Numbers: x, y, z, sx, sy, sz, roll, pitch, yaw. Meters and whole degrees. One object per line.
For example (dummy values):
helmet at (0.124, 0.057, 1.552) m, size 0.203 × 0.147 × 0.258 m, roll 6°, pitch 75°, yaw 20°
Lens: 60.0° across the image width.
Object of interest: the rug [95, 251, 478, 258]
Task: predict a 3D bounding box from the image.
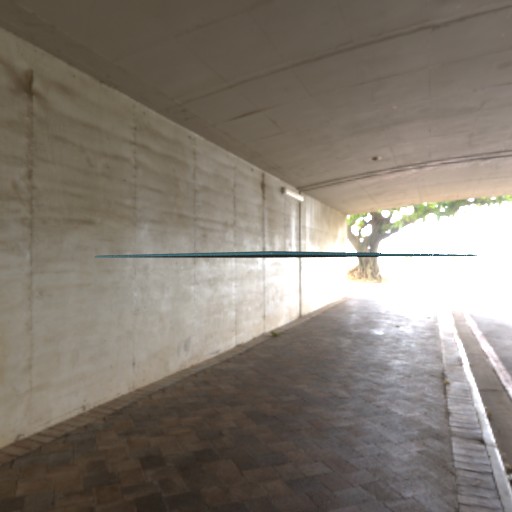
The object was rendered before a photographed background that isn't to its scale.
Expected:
rug at (0.000, 0.000, 2.435) m, size 1.211 × 0.012 × 1.833 m, roll 0°, pitch -1°, yaw -36°
